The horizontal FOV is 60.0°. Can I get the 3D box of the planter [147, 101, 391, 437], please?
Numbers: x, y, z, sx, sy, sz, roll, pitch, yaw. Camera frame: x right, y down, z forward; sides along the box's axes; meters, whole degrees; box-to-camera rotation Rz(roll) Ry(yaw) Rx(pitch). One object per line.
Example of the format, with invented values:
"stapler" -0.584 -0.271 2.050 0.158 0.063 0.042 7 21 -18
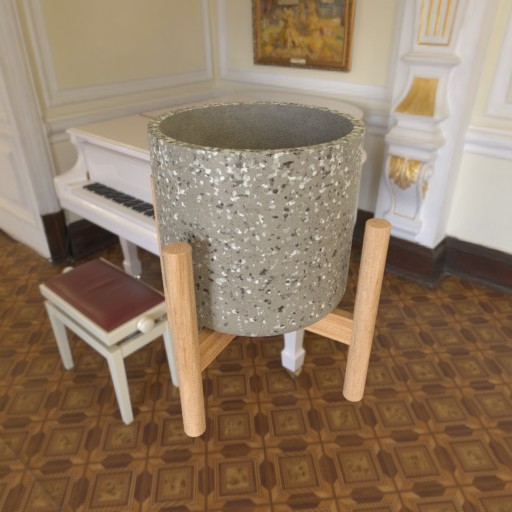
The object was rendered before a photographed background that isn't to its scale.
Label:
"planter" 0.000 0.000 0.539 0.284 0.320 0.284 -21 36 -32
